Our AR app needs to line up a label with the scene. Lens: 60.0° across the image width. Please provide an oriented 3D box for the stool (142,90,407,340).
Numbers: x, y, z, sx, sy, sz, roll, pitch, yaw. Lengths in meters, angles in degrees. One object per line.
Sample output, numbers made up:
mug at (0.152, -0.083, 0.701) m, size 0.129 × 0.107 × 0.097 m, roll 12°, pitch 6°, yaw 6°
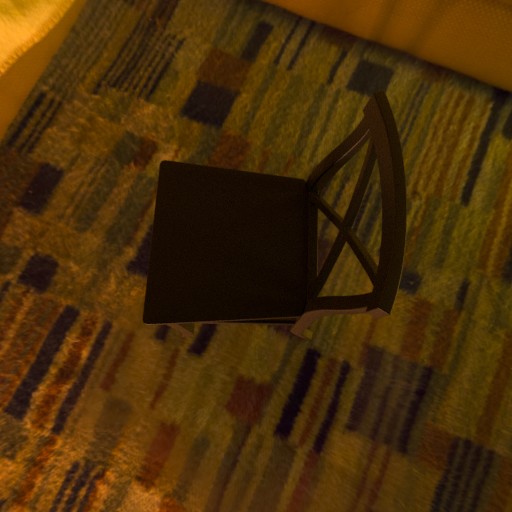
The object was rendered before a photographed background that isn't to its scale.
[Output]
stool at (0.000, 0.000, 1.294) m, size 0.559 × 0.989 × 0.452 m, roll 3°, pitch 75°, yaw 1°
